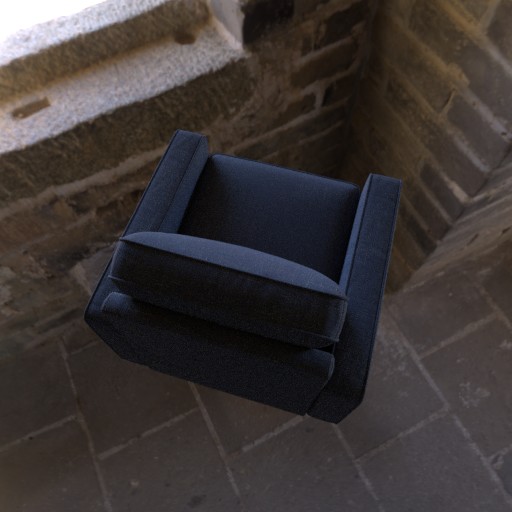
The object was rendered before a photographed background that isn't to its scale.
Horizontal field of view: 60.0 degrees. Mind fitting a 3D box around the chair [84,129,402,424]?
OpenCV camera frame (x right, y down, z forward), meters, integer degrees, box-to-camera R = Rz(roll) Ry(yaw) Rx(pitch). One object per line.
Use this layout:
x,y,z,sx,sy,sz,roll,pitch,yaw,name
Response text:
0.000,0.000,1.768,1.017,0.919,0.940,15,63,8,chair
